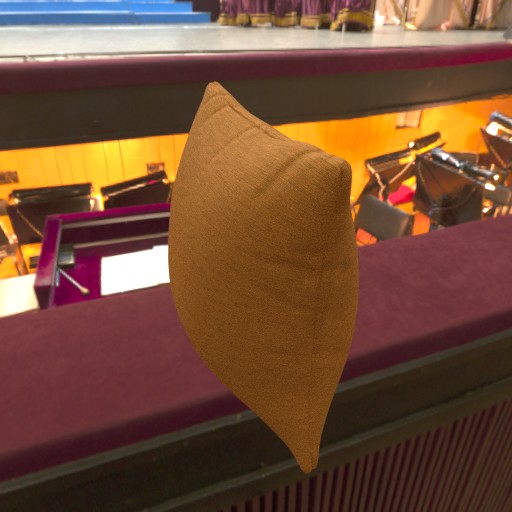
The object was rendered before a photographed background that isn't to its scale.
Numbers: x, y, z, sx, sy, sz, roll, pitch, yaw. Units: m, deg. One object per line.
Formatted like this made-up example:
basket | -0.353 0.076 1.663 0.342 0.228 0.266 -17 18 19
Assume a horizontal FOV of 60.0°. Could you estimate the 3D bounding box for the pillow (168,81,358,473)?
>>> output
pillow | 0.000 0.000 0.644 0.247 0.417 0.435 -10 32 -17
